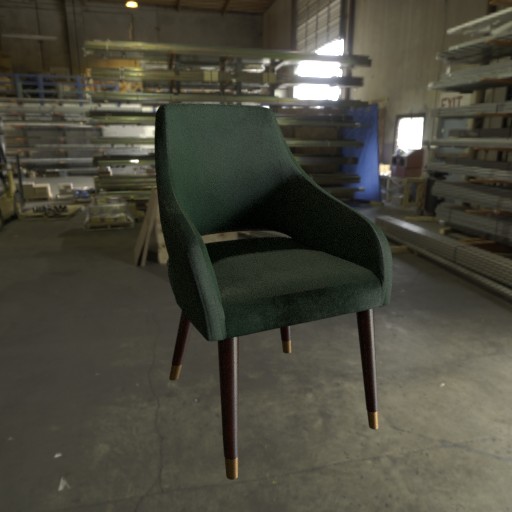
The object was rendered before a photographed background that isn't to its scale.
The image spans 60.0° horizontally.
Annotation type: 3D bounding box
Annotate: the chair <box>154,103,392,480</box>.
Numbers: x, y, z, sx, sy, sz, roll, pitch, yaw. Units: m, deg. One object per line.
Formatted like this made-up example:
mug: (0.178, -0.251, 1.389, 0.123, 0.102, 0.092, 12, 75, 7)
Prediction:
chair: (0.000, 0.000, 1.592, 0.683, 1.081, 0.794, -7, 17, -25)
